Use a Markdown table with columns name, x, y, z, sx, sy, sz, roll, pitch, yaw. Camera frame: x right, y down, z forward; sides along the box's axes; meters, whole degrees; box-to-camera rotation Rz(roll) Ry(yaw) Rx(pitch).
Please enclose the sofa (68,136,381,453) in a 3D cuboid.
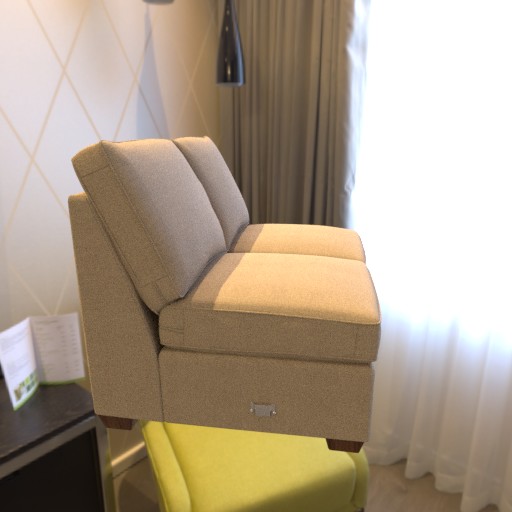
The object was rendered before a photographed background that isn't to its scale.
| name | x | y | z | sx | sy | sz | roll | pitch | yaw |
| --- | --- | --- | --- | --- | --- | --- | --- | --- | --- |
| sofa | 0.000 | 0.000 | 1.944 | 0.978 | 1.006 | 1.232 | 3 | 16 | 9 |
